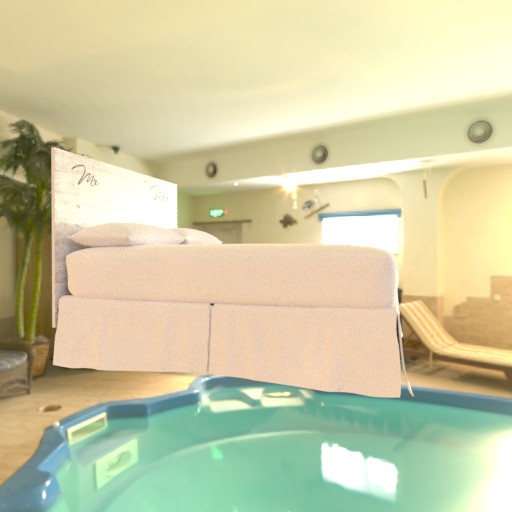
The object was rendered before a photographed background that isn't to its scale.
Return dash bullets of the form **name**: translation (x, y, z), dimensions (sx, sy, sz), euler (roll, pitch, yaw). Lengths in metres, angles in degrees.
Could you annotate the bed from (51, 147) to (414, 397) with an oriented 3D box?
- **bed**: translation (0.000, 0.000, 3.204), dimensions (2.094, 1.335, 1.745), euler (0, 1, 17)
